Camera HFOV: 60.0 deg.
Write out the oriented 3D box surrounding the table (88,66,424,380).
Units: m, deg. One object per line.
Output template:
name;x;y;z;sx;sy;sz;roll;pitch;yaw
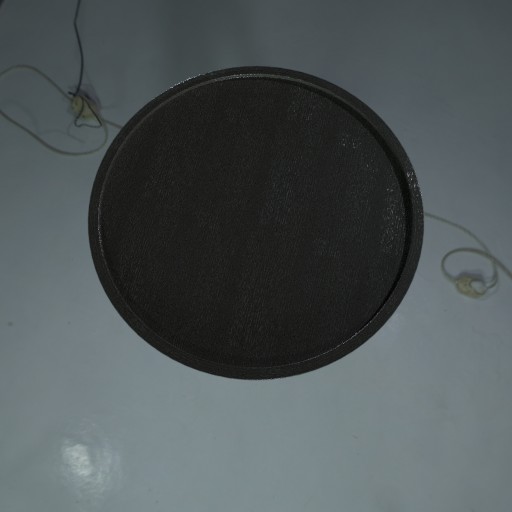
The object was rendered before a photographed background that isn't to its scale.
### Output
table;0.000;0.000;0.916;0.500;0.531;0.500;0;74;0
